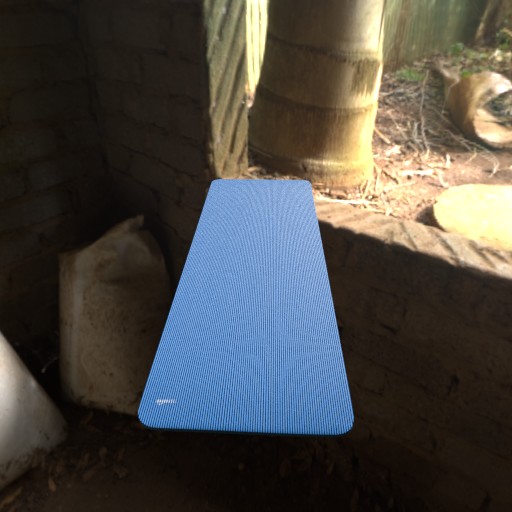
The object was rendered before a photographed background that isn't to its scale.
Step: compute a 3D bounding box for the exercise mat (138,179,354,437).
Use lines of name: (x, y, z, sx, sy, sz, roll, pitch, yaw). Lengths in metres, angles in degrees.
exercise mat: (0.000, 0.000, 2.011, 0.616, 0.021, 1.869, 1, 31, 2)
